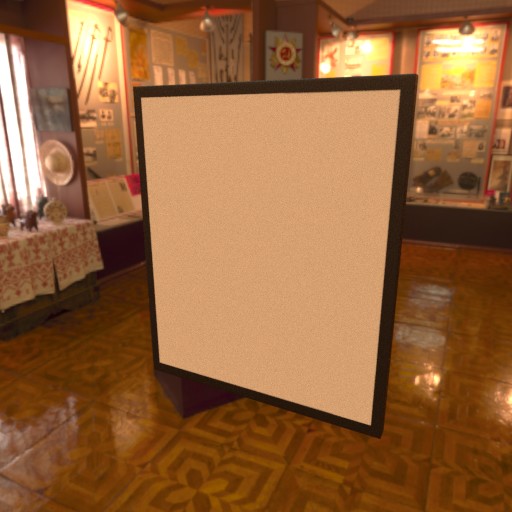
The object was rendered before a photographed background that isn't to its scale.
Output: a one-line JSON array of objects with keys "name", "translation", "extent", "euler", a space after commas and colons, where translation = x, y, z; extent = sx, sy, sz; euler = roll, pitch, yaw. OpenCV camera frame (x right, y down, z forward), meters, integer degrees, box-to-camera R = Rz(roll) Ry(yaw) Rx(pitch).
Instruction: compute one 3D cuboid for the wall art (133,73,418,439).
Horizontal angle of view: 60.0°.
[{"name": "wall art", "translation": [0.000, 0.000, 0.693], "extent": [0.430, 0.509, 0.021], "euler": [8, 19, 26]}]
